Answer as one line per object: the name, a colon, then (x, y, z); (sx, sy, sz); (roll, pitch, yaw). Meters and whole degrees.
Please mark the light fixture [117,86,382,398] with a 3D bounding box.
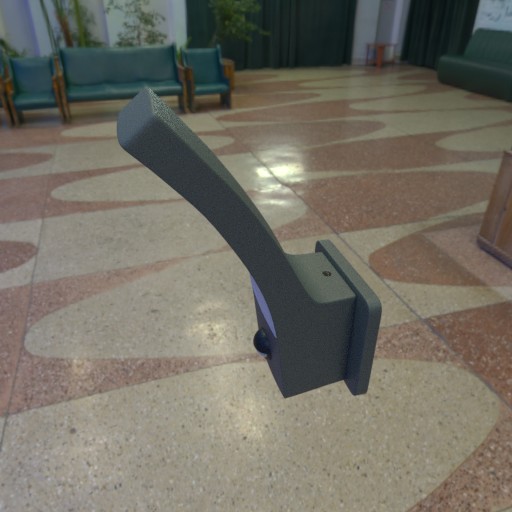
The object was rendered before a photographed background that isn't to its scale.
light fixture: (0.000, 0.000, 0.340); (0.174, 0.243, 0.108); (-8, 32, -13)
